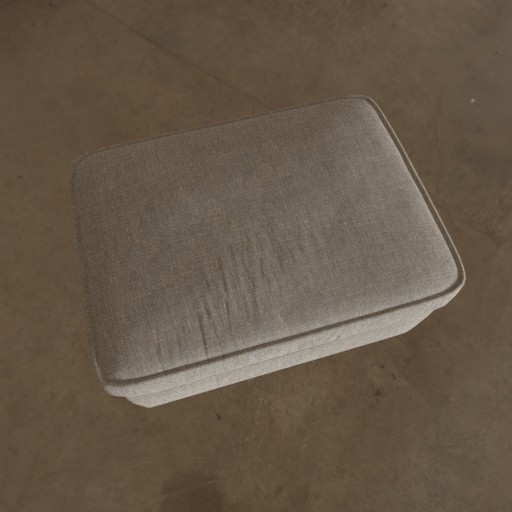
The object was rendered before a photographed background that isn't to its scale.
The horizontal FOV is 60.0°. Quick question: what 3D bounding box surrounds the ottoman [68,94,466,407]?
[{"bbox_3d":[0.000,0.000,1.107,0.762,0.457,0.559,-15,65,-7],"label":"ottoman"}]
